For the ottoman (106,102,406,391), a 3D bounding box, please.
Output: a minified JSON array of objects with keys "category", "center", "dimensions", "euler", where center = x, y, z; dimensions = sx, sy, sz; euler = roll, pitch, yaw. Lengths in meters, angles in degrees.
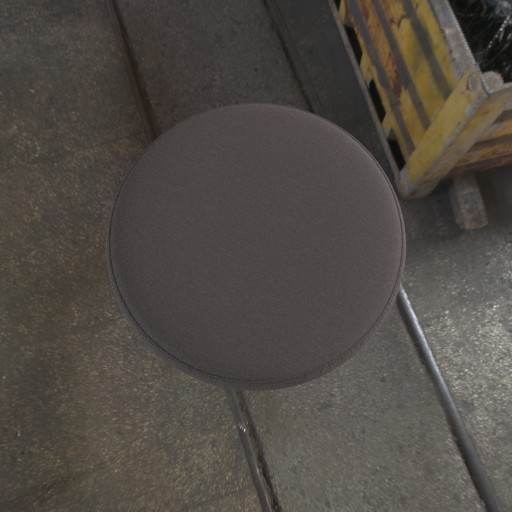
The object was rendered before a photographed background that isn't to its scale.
[{"category":"ottoman","center":[0.000,0.000,1.049],"dimensions":[0.608,0.433,0.608],"euler":[0,74,0]}]
